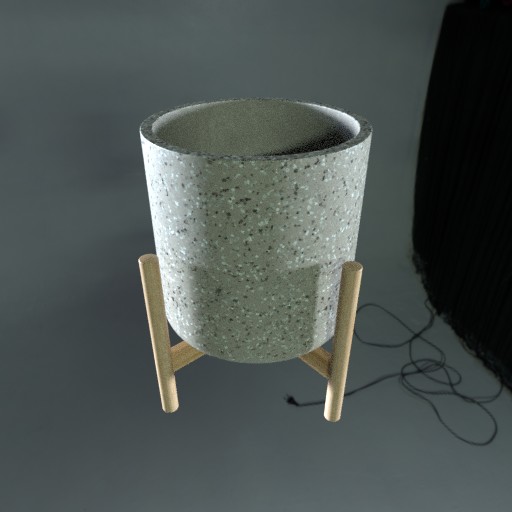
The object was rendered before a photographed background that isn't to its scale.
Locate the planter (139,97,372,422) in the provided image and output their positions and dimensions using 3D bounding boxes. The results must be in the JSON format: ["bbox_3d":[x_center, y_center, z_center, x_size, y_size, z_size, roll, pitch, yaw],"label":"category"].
[{"bbox_3d":[0.000,0.000,0.701,0.360,0.419,0.360,-10,33,-16],"label":"planter"}]
